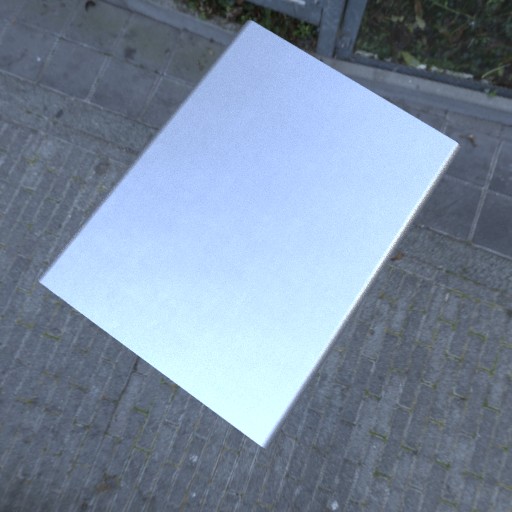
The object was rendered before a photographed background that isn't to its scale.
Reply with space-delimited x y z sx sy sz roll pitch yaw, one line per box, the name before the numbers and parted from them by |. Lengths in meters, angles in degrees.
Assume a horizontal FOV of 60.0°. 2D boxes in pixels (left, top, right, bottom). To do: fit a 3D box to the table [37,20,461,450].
table | 0.000 0.000 1.367 0.584 0.876 0.762 34 79 7
